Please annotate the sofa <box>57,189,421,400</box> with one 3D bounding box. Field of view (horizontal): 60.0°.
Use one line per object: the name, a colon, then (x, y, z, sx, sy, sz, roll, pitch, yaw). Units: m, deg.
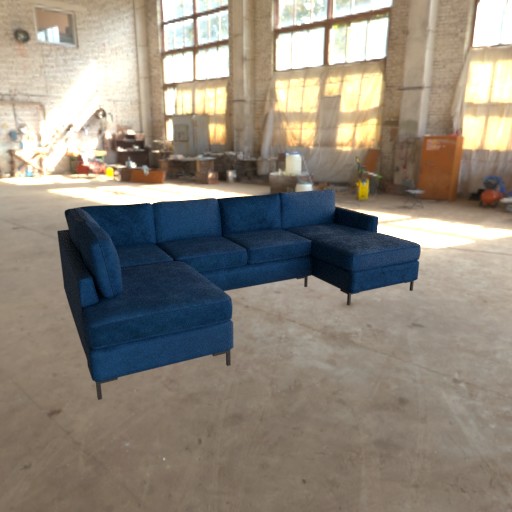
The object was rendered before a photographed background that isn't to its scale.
sofa: (0.000, 0.000, 4.347, 3.434, 0.992, 2.055, -8, 18, -27)
